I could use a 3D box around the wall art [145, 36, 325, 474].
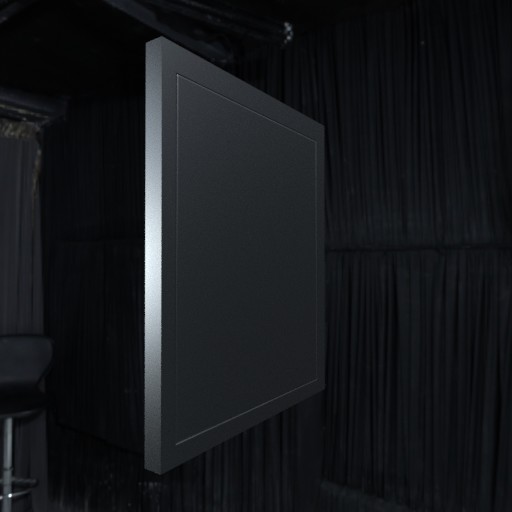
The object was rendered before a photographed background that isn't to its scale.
[{"bbox_3d":[0.000,0.000,0.761,0.031,0.558,0.461,0,-1,35],"label":"wall art"}]
